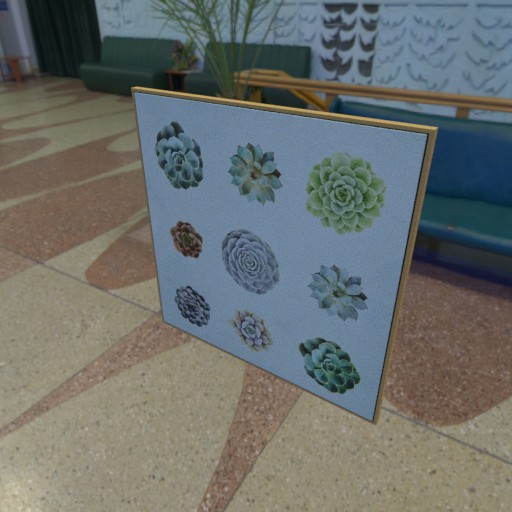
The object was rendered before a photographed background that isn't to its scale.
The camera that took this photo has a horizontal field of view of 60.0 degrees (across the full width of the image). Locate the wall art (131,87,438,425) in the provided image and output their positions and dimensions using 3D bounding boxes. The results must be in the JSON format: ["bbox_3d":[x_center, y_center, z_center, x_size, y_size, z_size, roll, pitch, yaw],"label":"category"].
[{"bbox_3d":[0.000,0.000,0.689,0.457,0.455,0.013,19,35,29],"label":"wall art"}]
